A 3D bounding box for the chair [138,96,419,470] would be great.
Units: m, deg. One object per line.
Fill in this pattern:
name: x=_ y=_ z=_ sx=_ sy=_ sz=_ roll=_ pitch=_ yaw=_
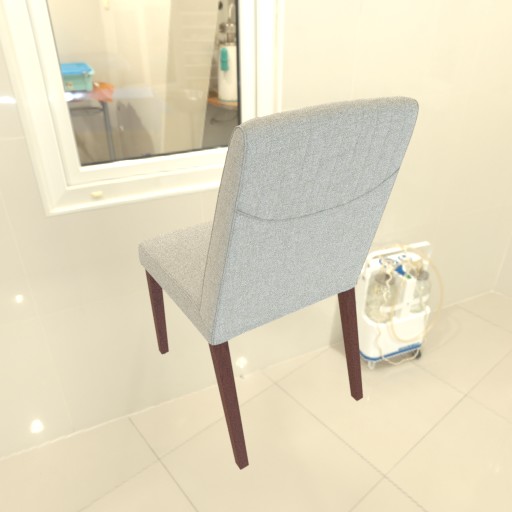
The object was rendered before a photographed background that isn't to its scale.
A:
chair: x=0.000 y=0.000 z=1.217 sx=0.480 sy=0.900 sz=0.594 roll=-18 pitch=35 yaw=-28
